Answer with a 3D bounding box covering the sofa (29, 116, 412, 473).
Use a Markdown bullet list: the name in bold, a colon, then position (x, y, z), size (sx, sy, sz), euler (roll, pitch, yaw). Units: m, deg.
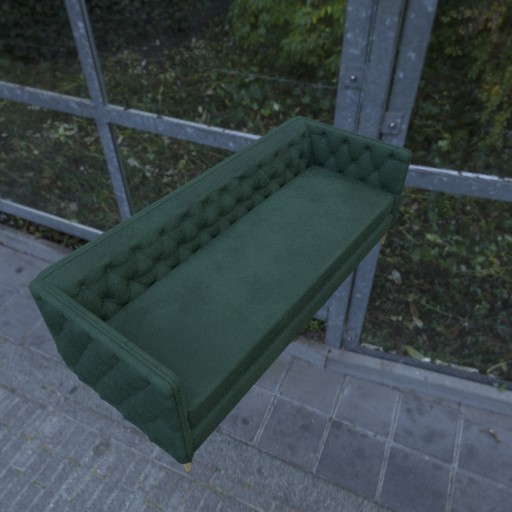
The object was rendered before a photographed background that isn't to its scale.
- **sofa**: position (0.000, 0.000, 2.612), size (0.895, 0.771, 2.209), euler (27, 48, 27)
